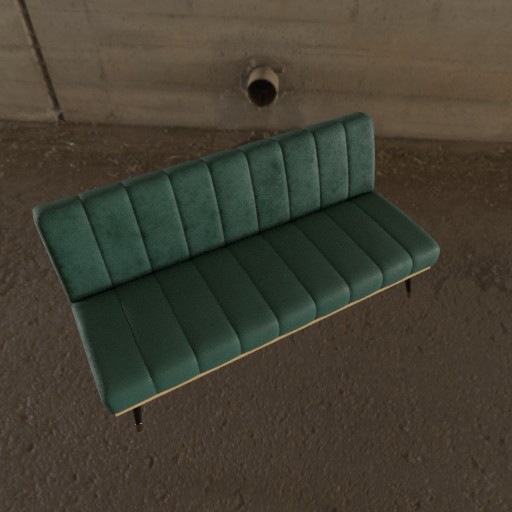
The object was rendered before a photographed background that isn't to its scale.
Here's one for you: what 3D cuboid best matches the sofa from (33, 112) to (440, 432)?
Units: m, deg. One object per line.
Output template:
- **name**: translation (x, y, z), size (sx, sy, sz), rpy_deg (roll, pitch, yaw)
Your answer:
- **sofa**: translation (0.000, 0.000, 2.262), size (1.810, 0.820, 0.830), rpy_deg (-21, 50, -20)
